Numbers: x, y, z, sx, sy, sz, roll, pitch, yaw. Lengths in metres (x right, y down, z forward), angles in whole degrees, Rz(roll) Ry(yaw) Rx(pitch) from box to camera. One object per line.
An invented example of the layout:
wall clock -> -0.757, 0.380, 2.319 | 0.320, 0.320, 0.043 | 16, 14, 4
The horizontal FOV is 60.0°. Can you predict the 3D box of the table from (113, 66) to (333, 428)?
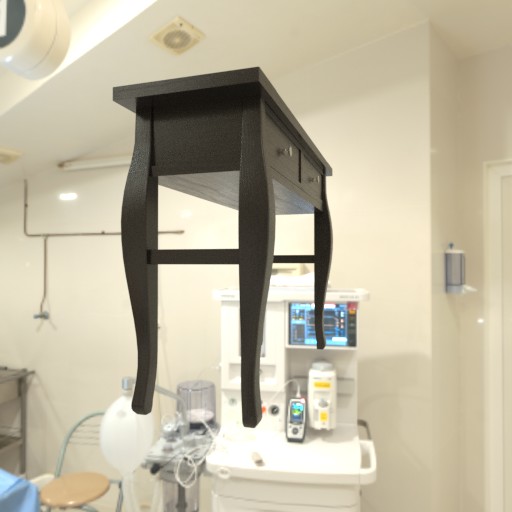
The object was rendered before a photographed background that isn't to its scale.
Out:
table -> 0.000, 0.000, 1.471 | 0.373, 0.768, 1.062 | 0, -1, 18
